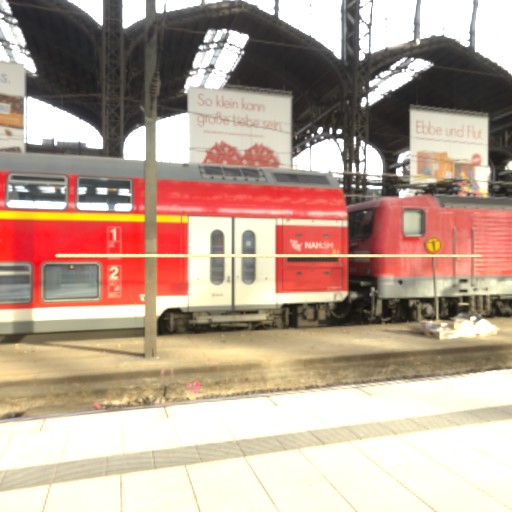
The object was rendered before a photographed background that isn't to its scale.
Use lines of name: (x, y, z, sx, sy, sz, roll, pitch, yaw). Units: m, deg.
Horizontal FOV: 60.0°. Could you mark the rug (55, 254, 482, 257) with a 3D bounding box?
rug: (0.000, 0.000, 2.931, 2.290, 0.014, 1.526, 0, 0, -19)
